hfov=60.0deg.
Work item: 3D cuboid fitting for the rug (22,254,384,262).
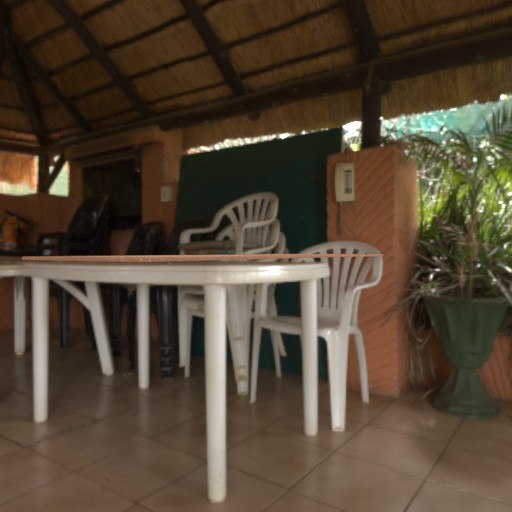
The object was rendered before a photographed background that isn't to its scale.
[{"bbox_3d":[0.000,0.000,2.679,0.764,0.017,2.439,0,1,35],"label":"rug"}]
